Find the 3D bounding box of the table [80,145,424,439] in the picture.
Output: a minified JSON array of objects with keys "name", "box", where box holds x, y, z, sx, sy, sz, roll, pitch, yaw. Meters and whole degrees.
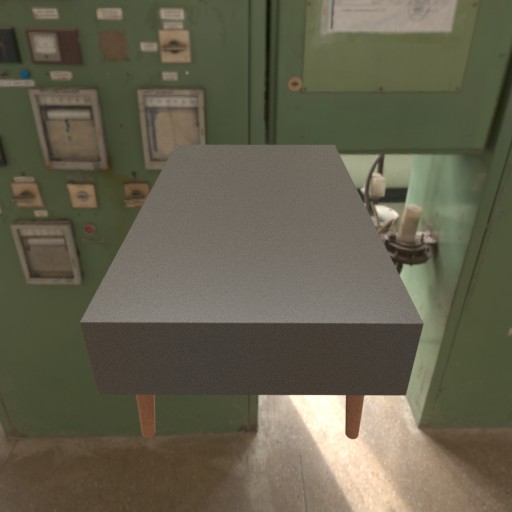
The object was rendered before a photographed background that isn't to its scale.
[{"name":"table","box":[0.000,0.000,1.505,0.703,0.404,1.201,0,31,0]}]
